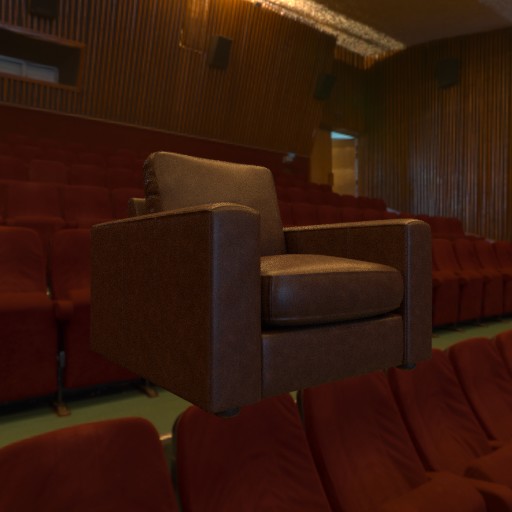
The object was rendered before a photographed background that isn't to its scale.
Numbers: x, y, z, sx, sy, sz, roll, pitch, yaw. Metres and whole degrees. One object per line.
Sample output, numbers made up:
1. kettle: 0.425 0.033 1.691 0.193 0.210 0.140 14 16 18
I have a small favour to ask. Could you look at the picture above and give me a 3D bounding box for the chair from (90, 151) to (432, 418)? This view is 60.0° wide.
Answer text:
1. chair: 0.000 0.000 1.774 1.005 0.873 1.016 0 0 -37
